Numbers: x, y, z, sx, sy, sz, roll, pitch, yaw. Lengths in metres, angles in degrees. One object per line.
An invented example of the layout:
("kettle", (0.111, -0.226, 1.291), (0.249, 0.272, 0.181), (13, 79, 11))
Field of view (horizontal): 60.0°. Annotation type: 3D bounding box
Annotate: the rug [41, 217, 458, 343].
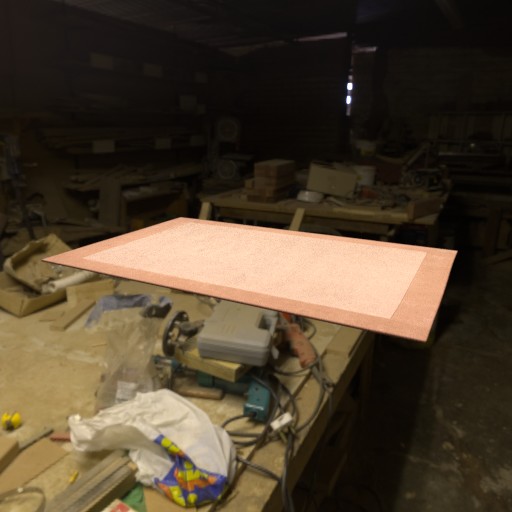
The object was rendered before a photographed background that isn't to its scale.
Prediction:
("rug", (0.000, 0.000, 3.052), (2.438, 0.014, 1.524), (9, 19, 27))
